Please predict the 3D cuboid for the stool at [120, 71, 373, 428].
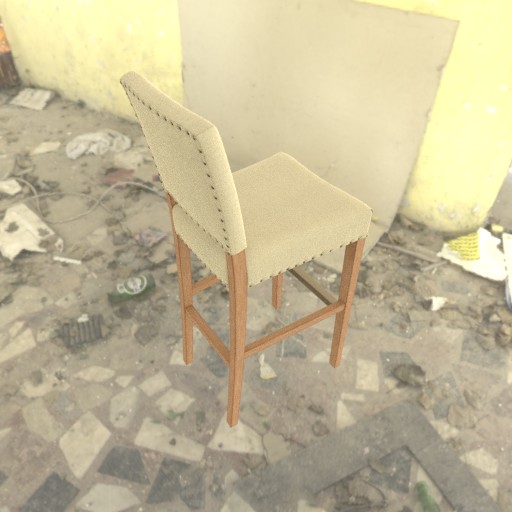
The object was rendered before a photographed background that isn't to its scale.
[{"bbox_3d":[0.000,0.000,1.415,0.546,1.143,0.428,-25,47,-26],"label":"stool"}]
